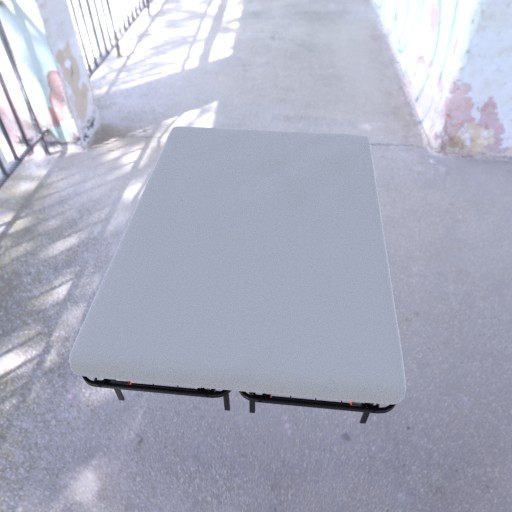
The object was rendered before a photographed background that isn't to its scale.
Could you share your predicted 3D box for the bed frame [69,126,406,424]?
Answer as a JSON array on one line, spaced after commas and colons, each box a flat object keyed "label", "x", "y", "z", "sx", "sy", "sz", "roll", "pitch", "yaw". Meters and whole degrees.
[{"label": "bed frame", "x": 0.000, "y": 0.000, "z": 2.590, "sx": 1.372, "sy": 0.637, "sz": 1.905, "roll": 4, "pitch": 46, "yaw": 4}]
